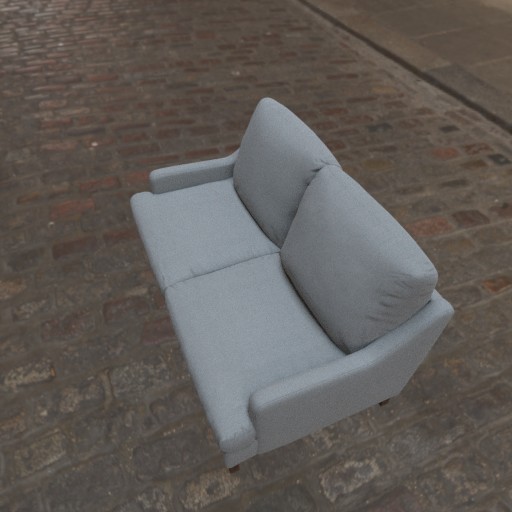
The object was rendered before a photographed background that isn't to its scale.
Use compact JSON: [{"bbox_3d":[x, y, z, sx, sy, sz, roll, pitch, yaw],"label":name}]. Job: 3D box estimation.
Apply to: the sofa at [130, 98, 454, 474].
[{"bbox_3d":[0.000,0.000,2.202,0.987,0.921,1.589,-17,48,-16],"label":"sofa"}]
